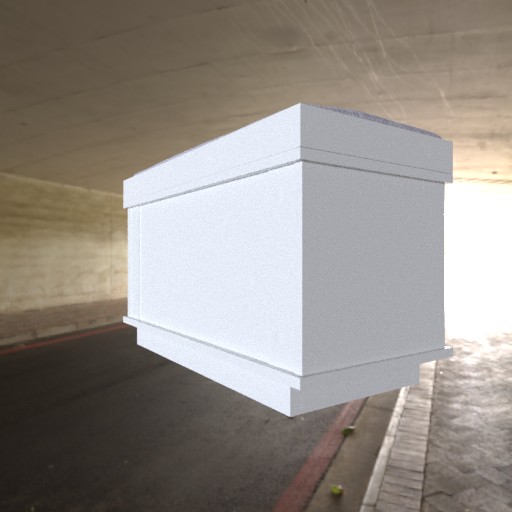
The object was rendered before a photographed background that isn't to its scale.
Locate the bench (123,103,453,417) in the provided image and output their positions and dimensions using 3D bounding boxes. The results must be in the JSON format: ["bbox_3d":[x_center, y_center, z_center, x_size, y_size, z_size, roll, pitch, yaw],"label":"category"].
[{"bbox_3d":[0.000,0.000,0.989,0.362,0.461,0.734,0,0,-34],"label":"bench"}]
